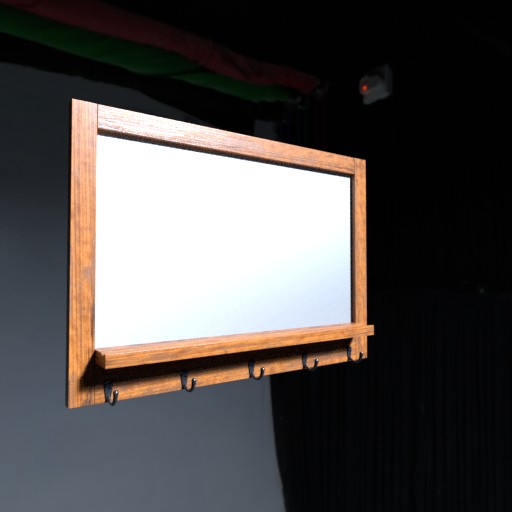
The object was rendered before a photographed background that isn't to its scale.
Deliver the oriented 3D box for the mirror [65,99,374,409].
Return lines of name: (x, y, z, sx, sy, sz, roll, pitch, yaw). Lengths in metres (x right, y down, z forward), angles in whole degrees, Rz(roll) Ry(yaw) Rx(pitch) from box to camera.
mirror: (0.000, 0.000, 0.967, 0.758, 0.537, 0.084, 1, -2, -35)
